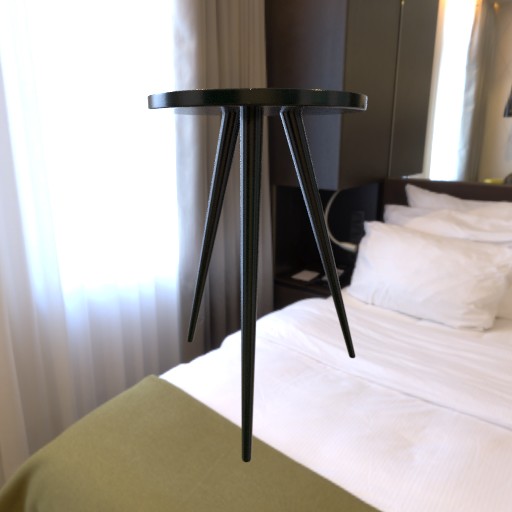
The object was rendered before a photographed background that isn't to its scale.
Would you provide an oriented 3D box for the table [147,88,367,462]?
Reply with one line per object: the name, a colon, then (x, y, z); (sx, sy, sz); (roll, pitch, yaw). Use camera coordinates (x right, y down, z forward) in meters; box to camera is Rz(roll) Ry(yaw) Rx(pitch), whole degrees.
table: (0.000, 0.000, 0.811); (0.403, 0.548, 0.415); (3, 16, 9)
